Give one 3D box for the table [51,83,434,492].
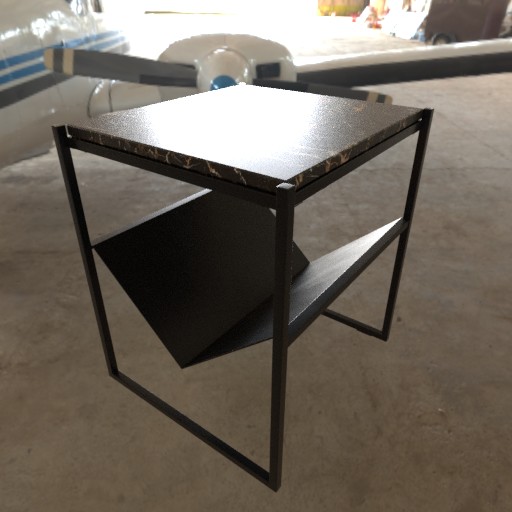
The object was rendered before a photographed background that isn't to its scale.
[{"bbox_3d":[0.000,0.000,0.862,0.432,0.534,0.469,21,36,31],"label":"table"}]
